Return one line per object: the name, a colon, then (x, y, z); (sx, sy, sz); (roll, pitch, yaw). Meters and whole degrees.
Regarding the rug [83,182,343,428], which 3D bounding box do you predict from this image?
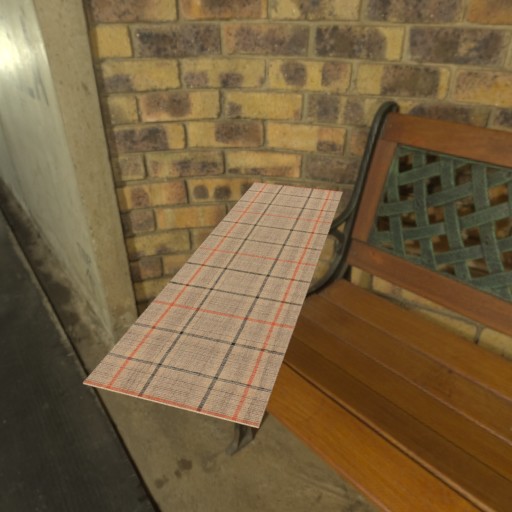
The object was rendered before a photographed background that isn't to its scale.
rug: (0.000, 0.000, 2.754); (0.762, 0.008, 2.439); (9, 31, 15)
